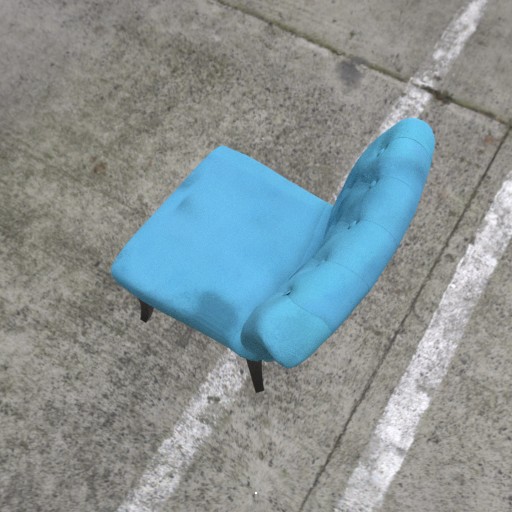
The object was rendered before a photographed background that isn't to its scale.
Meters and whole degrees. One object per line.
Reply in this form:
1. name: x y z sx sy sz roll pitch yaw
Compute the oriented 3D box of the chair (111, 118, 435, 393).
1. chair: 0.000 0.000 1.170 0.605 0.750 0.582 30 66 15
